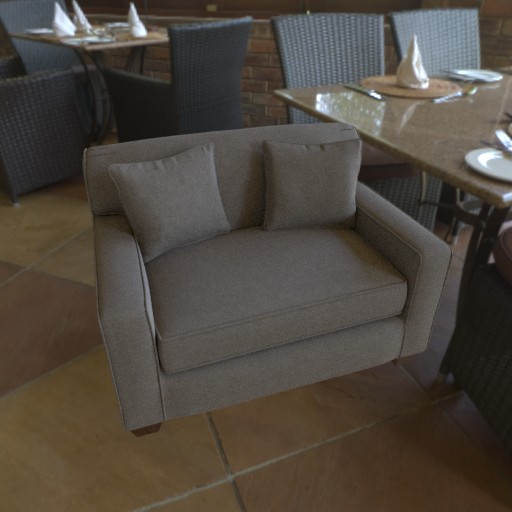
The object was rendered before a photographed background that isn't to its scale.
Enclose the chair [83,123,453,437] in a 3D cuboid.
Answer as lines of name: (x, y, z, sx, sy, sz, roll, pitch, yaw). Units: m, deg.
chair: (0.000, 0.000, 2.041, 1.395, 0.953, 0.992, -10, 33, -16)
